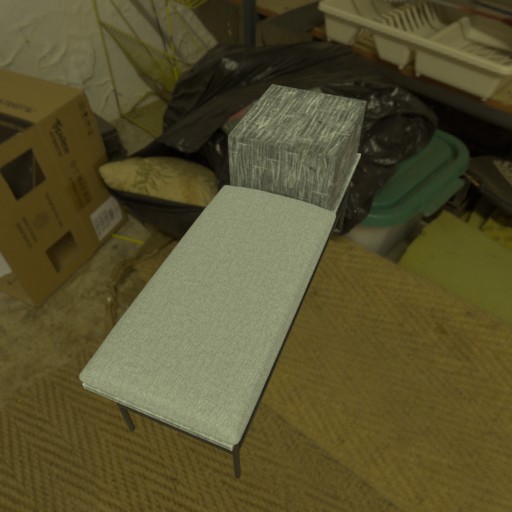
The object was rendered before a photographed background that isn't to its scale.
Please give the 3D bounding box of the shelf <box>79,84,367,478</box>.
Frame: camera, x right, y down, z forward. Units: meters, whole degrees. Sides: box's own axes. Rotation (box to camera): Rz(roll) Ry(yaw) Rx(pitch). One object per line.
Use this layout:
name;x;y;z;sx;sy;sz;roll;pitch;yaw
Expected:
shelf;0.000;0.000;1.584;0.457;0.633;1.342;16;48;15
